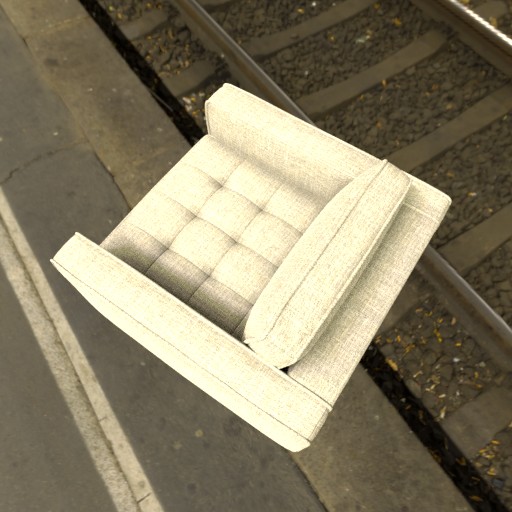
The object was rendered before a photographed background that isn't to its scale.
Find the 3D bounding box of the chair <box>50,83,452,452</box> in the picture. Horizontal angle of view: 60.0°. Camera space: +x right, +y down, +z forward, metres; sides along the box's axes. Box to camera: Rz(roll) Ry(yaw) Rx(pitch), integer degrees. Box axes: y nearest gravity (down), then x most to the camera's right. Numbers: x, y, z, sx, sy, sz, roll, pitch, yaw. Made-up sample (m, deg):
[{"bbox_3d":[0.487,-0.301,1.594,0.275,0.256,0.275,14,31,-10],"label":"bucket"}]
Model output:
[{"bbox_3d":[0.000,0.000,1.513,0.914,0.765,0.889,32,68,14],"label":"chair"}]
